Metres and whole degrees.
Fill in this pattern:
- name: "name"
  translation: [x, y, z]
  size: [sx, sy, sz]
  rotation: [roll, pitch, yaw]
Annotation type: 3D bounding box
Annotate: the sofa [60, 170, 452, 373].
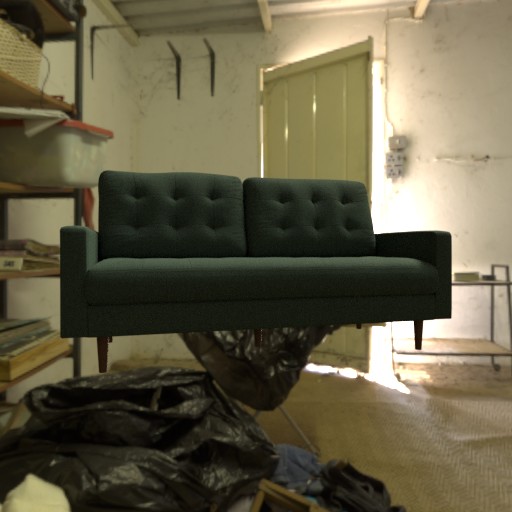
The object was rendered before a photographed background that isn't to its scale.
- name: "sofa"
  translation: [0.000, 0.000, 2.604]
  size: [2.010, 1.050, 0.966]
  rotation: [0, 1, -16]
